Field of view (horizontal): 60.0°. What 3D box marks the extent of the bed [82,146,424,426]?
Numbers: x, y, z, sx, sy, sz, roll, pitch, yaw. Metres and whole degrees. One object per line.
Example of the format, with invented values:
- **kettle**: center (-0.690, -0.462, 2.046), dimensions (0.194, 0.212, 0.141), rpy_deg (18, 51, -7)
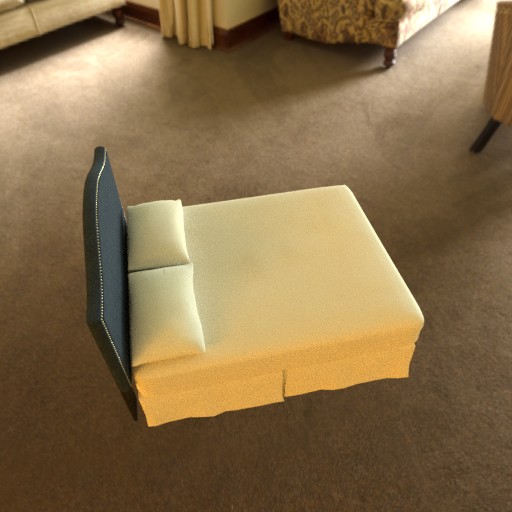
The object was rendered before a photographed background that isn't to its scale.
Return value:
- **bed**: center (0.000, 0.000, 3.350), dimensions (2.153, 1.518, 1.713), rpy_deg (-9, 48, -8)
